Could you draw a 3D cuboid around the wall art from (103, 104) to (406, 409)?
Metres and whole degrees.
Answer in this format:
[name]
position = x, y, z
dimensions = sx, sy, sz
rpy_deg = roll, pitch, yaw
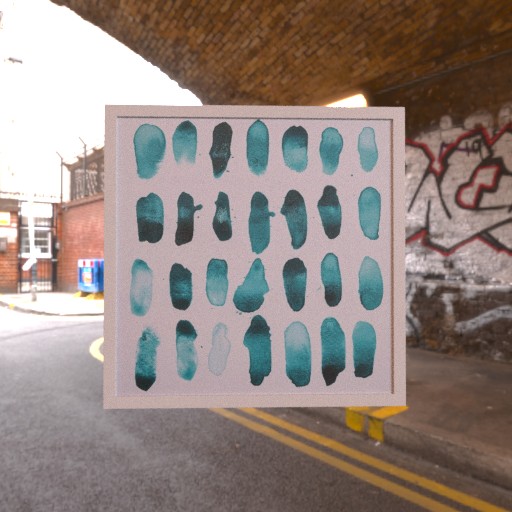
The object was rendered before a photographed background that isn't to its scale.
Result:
[wall art]
position = 0.000, 0.000, 1.199
dimensions = 0.812, 0.813, 0.013
rpy_deg = 0, -1, -2
